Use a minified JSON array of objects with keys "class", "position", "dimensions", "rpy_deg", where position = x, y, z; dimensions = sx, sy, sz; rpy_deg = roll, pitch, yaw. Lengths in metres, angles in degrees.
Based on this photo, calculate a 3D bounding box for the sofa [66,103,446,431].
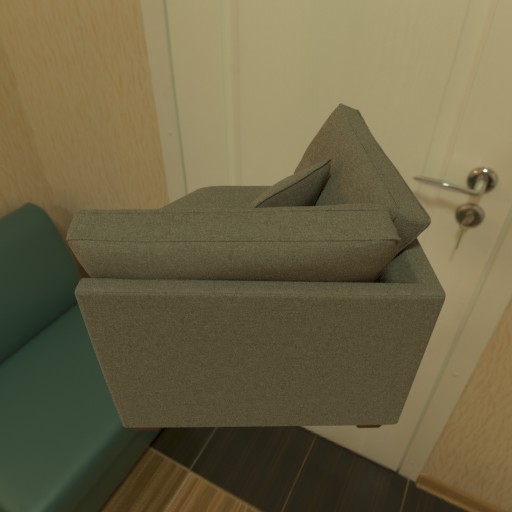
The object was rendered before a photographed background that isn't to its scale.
[{"class":"sofa","position":[0.000,0.000,1.795],"dimensions":[1.042,0.951,1.050],"rpy_deg":[-1,40,-1]}]
